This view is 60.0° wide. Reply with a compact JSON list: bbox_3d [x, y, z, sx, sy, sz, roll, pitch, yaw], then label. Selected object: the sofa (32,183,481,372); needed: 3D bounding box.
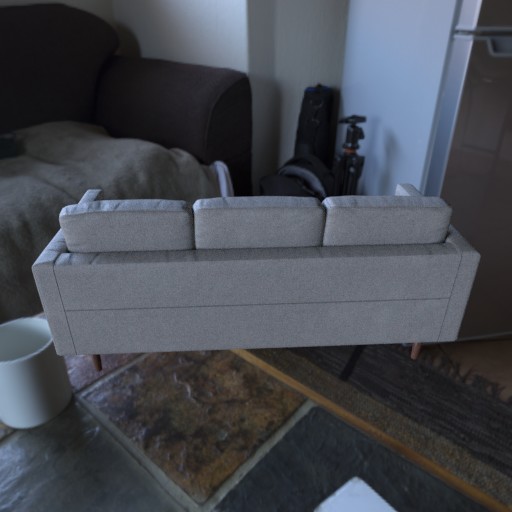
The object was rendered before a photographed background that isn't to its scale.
[{"bbox_3d":[0.000,0.000,2.472,1.983,0.918,0.944,-2,30,-3],"label":"sofa"}]
